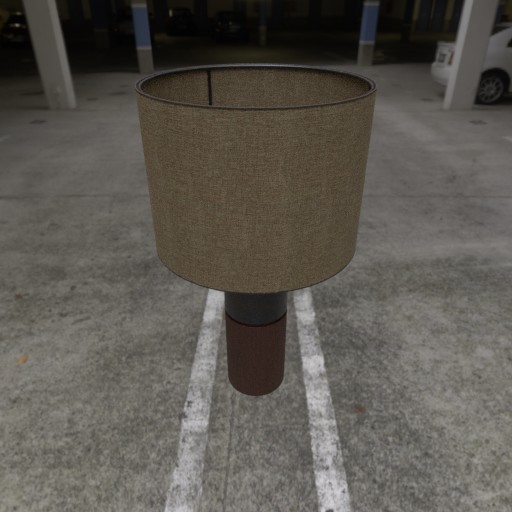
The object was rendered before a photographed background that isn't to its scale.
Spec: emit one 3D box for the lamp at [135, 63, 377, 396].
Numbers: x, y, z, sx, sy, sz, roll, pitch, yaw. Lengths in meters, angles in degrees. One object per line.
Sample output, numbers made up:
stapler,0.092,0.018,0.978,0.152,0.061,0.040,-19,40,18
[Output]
lamp,0.000,0.000,0.468,0.202,0.350,0.202,0,31,0
